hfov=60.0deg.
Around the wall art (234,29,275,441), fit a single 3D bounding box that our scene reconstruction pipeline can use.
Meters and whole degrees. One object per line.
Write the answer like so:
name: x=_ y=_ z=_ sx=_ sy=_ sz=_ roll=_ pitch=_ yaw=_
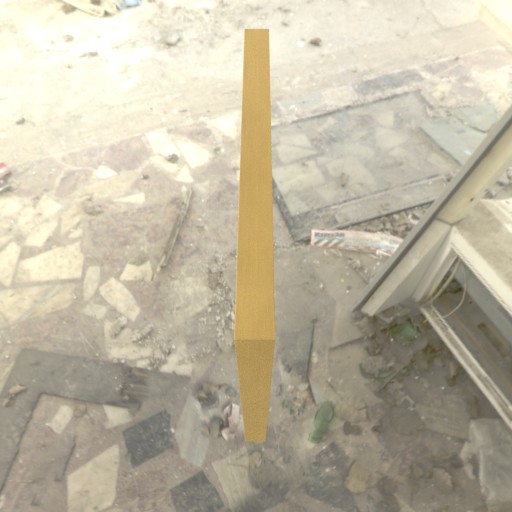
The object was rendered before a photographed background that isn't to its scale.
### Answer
wall art: x=0.000 y=0.000 z=0.760 sx=0.038 sy=0.508 sz=0.508 roll=0 pitch=57 yaw=0
